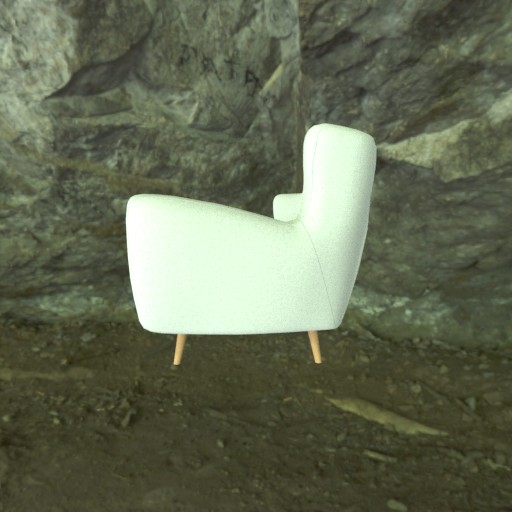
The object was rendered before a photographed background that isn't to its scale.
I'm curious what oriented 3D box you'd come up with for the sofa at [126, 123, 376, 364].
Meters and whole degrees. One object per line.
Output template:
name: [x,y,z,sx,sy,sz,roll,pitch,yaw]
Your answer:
sofa: [0.000,0.000,2.353,0.899,0.890,1.930,0,0,-1]
